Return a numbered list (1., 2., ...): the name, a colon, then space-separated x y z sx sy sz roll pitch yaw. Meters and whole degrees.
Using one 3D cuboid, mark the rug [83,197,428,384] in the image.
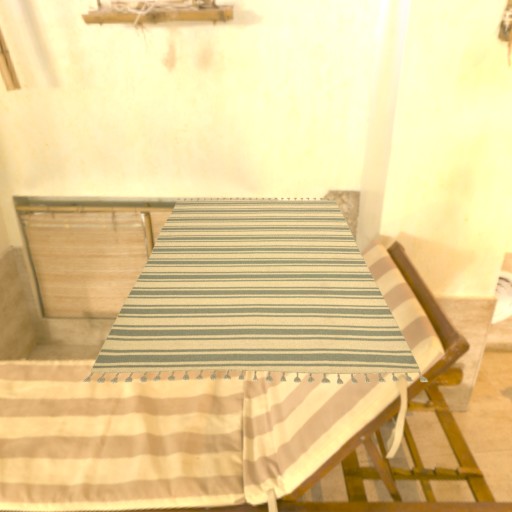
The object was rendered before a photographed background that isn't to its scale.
1. rug: 0.000 0.000 2.496 1.222 0.009 2.084 0 26 0
